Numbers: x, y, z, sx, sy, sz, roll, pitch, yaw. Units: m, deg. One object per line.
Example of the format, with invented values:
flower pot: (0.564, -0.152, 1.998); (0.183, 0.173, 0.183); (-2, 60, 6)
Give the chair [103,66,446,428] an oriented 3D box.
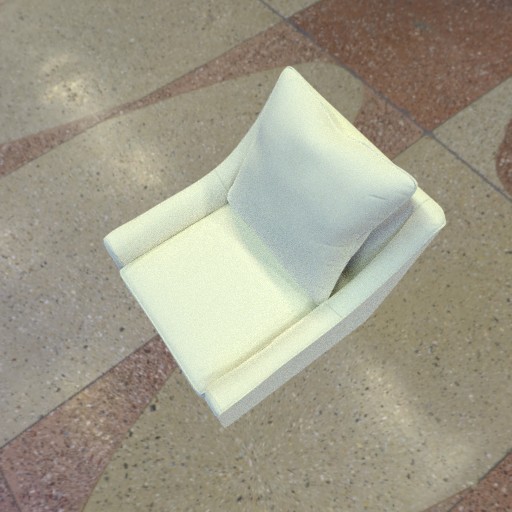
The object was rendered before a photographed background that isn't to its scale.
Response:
chair: (0.000, 0.000, 1.605); (0.876, 0.965, 0.756); (-33, 69, -15)
